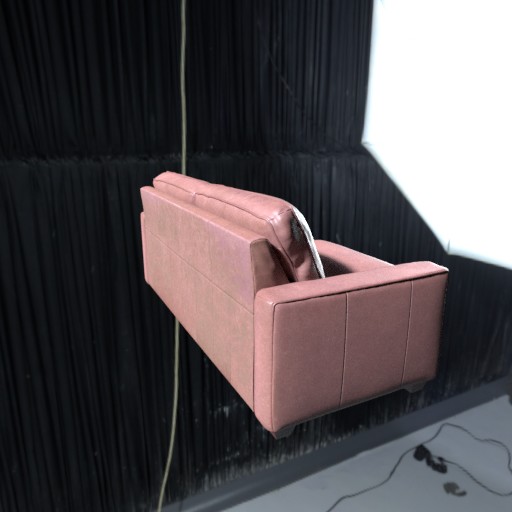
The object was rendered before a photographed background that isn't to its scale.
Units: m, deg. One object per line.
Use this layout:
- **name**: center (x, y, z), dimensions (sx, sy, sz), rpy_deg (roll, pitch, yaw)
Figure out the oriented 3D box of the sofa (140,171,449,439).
- **sofa**: center (0.000, 0.000, 2.660), dimensions (0.940, 0.919, 2.080), rpy_deg (-8, 18, -26)
